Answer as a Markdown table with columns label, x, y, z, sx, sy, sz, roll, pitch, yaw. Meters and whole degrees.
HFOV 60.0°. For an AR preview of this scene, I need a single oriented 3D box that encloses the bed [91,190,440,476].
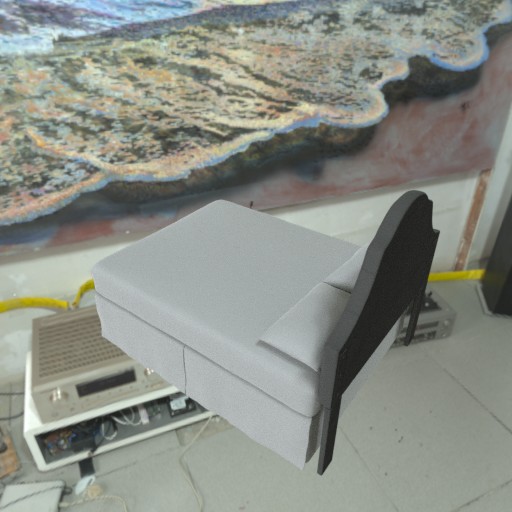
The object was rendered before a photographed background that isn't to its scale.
| label | x | y | z | sx | sy | sz | roll | pitch | yaw |
| --- | --- | --- | --- | --- | --- | --- | --- | --- | --- |
| bed | 0.000 | 0.000 | 3.330 | 2.155 | 1.575 | 1.636 | 22 | 38 | 31 |
